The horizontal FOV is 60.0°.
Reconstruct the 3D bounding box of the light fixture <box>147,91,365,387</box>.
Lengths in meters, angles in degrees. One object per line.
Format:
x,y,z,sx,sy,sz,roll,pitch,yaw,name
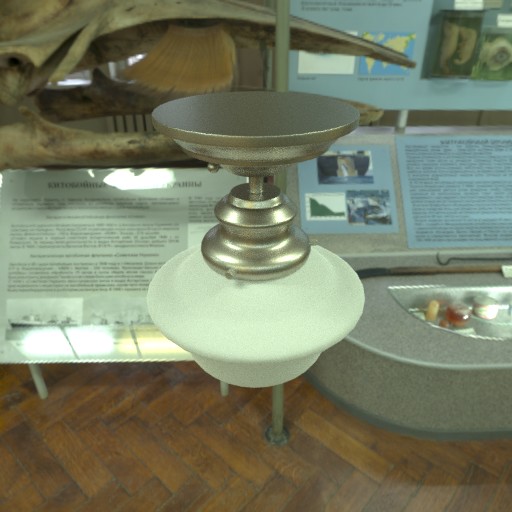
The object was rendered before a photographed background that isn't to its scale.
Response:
0.000,0.000,0.395,0.199,0.254,0.199,0,30,0,light fixture
